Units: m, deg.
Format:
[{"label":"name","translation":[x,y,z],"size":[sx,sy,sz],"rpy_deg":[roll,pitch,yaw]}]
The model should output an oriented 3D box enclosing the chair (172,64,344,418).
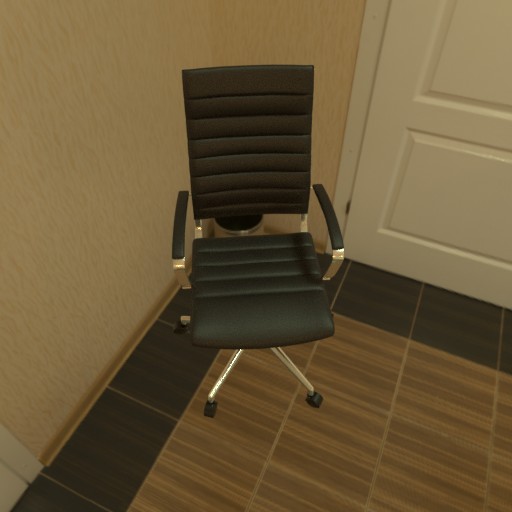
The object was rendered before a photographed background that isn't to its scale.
[{"label":"chair","translation":[0.000,0.000,1.659],"size":[0.766,1.149,0.739],"rpy_deg":[-3,47,-3]}]
